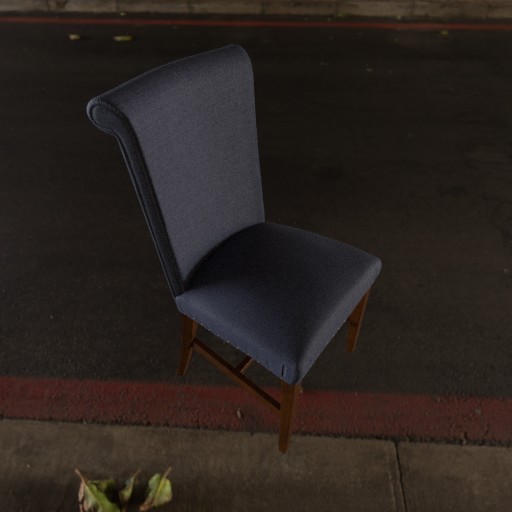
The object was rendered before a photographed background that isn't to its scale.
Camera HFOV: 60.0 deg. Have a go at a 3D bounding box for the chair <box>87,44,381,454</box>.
[{"bbox_3d":[0.000,0.000,1.308,0.608,0.988,0.513,25,47,26],"label":"chair"}]
